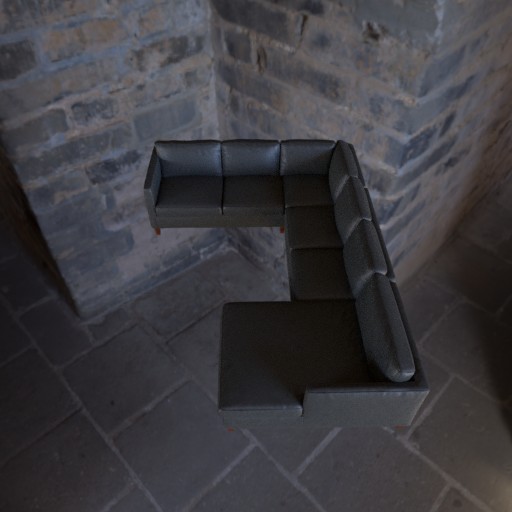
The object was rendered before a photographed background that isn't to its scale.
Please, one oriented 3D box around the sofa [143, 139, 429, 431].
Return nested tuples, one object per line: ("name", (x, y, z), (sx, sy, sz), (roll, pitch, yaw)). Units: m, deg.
("sofa", (0.000, 0.000, 4.674), (2.593, 0.923, 3.460), (-1, 46, -1))
